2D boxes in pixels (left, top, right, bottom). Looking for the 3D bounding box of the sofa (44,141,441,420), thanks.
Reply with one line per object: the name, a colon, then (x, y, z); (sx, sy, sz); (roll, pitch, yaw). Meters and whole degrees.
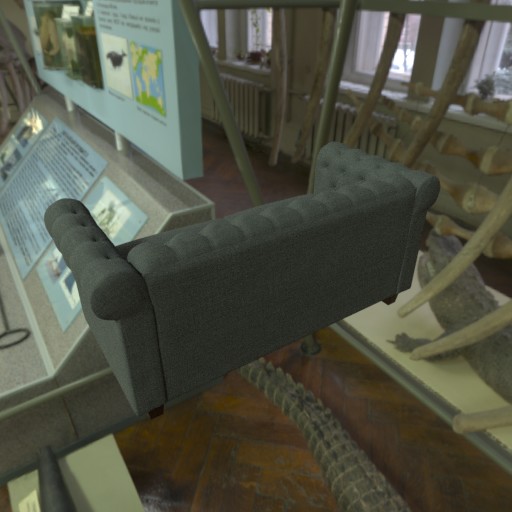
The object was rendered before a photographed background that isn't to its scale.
sofa: (0.000, 0.000, 2.296); (1.798, 0.797, 0.783); (-19, 35, -28)
